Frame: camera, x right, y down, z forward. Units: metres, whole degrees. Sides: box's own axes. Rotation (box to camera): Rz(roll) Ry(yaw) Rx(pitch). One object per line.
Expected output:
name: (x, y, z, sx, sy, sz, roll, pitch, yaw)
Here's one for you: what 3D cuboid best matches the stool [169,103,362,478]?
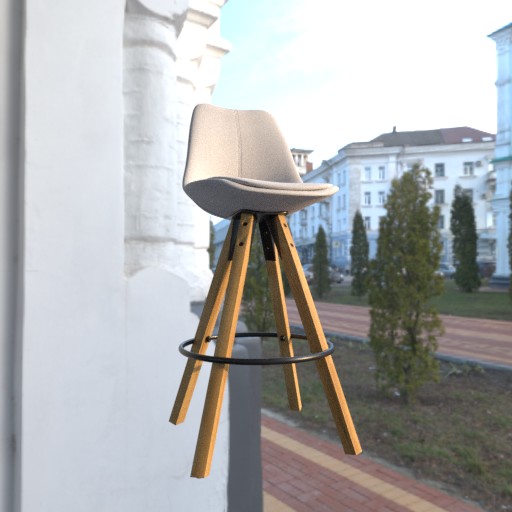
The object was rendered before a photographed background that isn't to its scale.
stool: (0.000, 0.000, 1.382, 0.484, 1.115, 0.550, 0, -1, -18)
